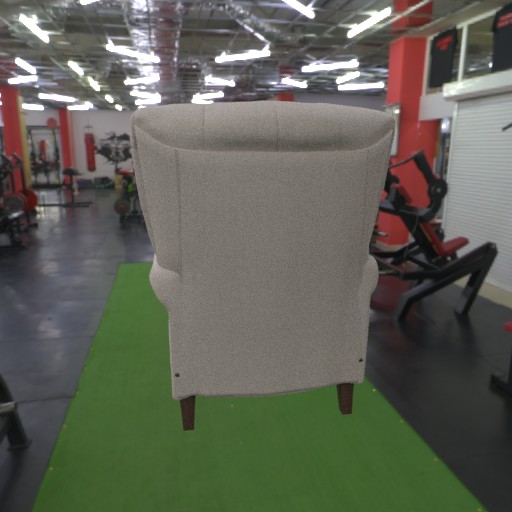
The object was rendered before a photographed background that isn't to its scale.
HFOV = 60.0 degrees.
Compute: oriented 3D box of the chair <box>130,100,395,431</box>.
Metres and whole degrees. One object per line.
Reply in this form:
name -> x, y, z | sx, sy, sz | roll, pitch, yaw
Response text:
chair -> 0.000, 0.000, 1.925 | 0.942, 1.209, 1.025 | -2, 13, -9
